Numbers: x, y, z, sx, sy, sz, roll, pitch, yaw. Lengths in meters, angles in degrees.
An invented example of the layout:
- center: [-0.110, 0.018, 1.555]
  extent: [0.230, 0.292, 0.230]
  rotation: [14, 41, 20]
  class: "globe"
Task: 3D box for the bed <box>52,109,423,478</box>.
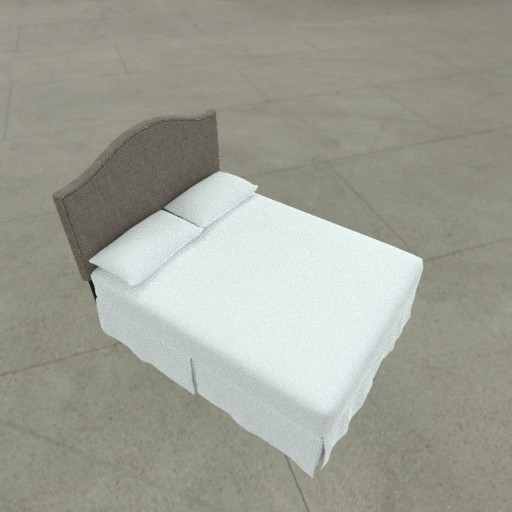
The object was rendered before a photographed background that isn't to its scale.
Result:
- center: [0.000, 0.000, 3.274]
  extent: [2.153, 1.518, 1.713]
  rotation: [25, 47, 25]
  class: "bed"
